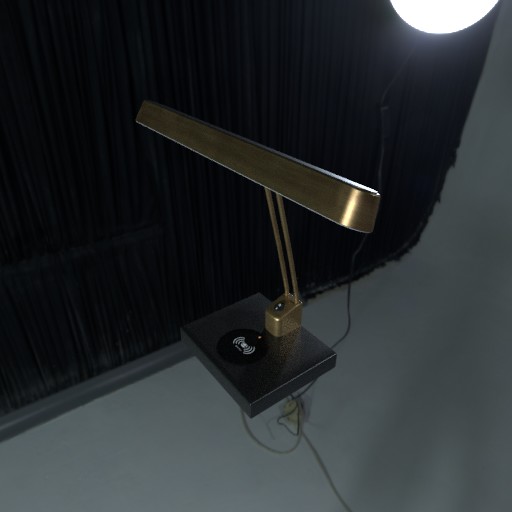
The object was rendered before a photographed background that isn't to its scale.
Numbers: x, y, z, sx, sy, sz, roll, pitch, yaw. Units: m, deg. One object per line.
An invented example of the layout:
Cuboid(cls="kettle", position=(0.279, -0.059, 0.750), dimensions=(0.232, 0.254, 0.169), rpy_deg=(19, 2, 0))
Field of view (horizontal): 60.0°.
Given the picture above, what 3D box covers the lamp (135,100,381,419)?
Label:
Cuboid(cls="lamp", position=(0.000, 0.000, 0.585), dimensions=(0.156, 0.345, 0.412), rpy_deg=(-21, 37, -31))
